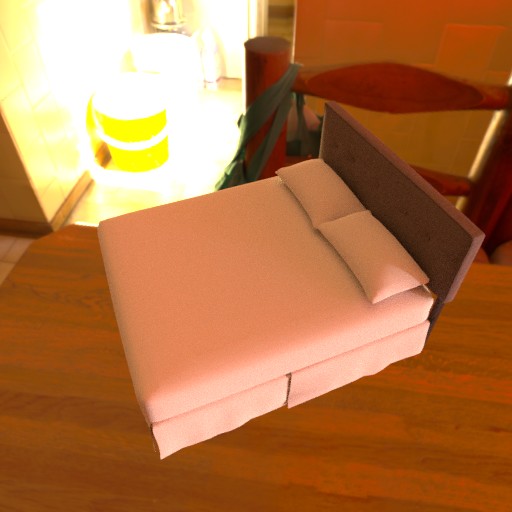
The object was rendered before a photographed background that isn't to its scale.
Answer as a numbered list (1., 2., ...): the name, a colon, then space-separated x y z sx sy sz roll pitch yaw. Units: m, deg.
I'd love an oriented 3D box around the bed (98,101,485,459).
1. bed: 0.000 0.000 2.887 1.894 1.089 1.610 -16 48 -15
